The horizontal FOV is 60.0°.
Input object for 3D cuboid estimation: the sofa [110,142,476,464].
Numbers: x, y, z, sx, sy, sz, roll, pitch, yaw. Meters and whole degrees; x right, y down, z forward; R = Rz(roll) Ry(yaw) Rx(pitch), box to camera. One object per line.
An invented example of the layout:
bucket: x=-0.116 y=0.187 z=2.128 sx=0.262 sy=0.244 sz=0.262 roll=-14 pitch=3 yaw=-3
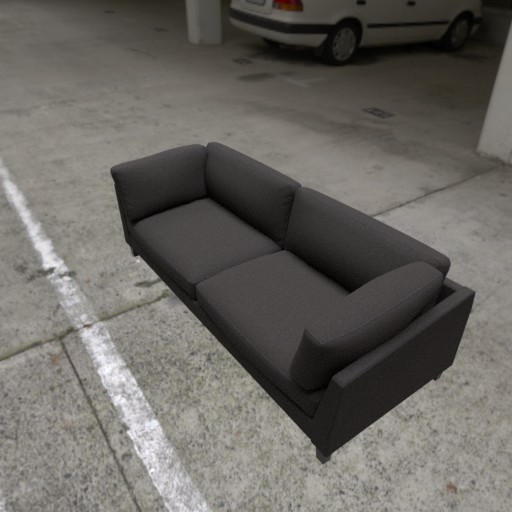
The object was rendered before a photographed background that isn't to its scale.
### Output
sofa: x=0.000 y=0.000 z=2.736 sx=0.969 sy=0.792 sz=2.312 roll=-21 pitch=38 yaw=-30
